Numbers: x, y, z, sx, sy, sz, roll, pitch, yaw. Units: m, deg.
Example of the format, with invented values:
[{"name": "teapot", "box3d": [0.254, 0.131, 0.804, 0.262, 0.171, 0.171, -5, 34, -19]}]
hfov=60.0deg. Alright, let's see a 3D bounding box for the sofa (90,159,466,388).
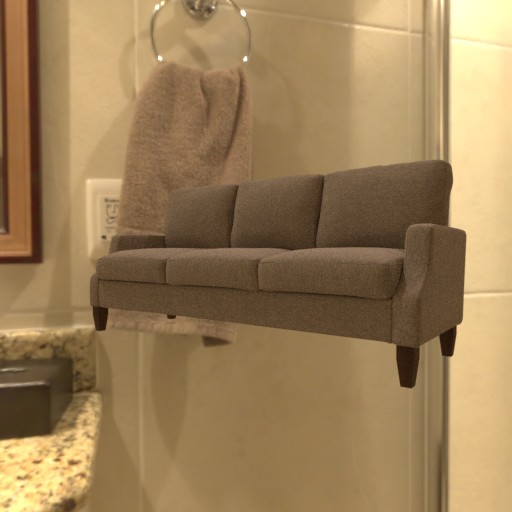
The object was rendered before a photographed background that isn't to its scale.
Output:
[{"name": "sofa", "box3d": [0.000, 0.000, 2.592, 2.115, 0.984, 0.888, 1, 1, 37]}]
